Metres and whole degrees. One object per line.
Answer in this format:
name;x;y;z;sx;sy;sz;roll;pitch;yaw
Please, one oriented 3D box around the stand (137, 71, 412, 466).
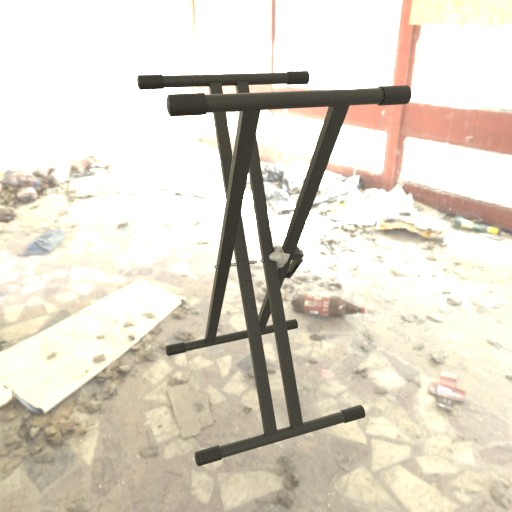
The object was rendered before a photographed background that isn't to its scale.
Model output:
stand;0.000;0.000;1.213;0.495;0.900;0.503;-9;27;-17
